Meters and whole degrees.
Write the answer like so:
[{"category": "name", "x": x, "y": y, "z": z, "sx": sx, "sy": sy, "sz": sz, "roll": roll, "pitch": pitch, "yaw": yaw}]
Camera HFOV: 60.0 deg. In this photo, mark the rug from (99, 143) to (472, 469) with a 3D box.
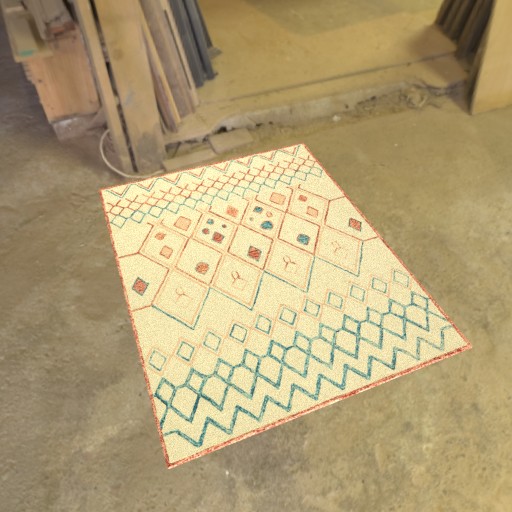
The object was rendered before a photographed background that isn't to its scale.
[{"category": "rug", "x": 0.000, "y": 0.000, "z": 4.121, "sx": 2.441, "sy": 0.016, "sz": 3.050, "roll": -16, "pitch": 50, "yaw": -14}]
